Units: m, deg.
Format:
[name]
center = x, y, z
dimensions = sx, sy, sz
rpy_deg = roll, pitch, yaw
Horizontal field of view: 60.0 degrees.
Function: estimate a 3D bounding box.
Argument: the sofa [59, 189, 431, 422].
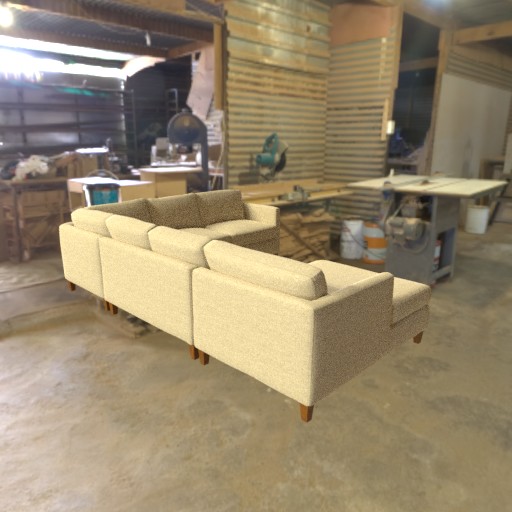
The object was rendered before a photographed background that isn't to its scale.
[sofa]
center = 0.000, 0.000, 4.515
dimensions = 3.460, 0.961, 2.594
rpy_deg = 15, 21, 43
